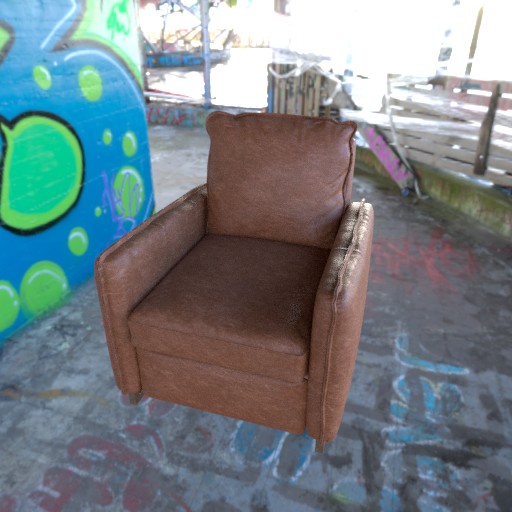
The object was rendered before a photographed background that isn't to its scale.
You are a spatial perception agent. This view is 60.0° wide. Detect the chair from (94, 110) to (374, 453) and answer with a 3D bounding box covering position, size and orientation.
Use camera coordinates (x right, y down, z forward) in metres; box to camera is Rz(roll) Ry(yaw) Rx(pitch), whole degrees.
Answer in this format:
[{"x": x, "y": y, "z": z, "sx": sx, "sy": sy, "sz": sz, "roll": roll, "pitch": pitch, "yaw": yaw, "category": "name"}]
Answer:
[{"x": 0.000, "y": 0.000, "z": 1.655, "sx": 0.830, "sy": 0.922, "sz": 0.922, "roll": 8, "pitch": 29, "yaw": 15, "category": "chair"}]
